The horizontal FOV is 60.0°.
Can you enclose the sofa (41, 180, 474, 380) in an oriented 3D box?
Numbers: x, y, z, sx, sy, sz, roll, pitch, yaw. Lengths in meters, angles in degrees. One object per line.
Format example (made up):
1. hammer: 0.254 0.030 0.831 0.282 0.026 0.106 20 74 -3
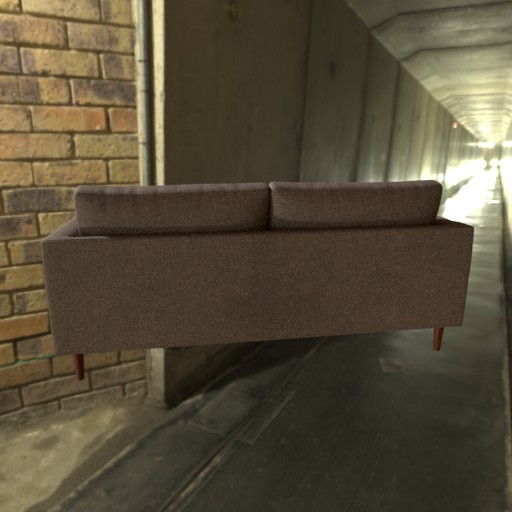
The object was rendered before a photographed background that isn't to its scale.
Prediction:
1. sofa: 0.000 0.000 2.461 1.948 0.868 1.020 -2 14 -9
